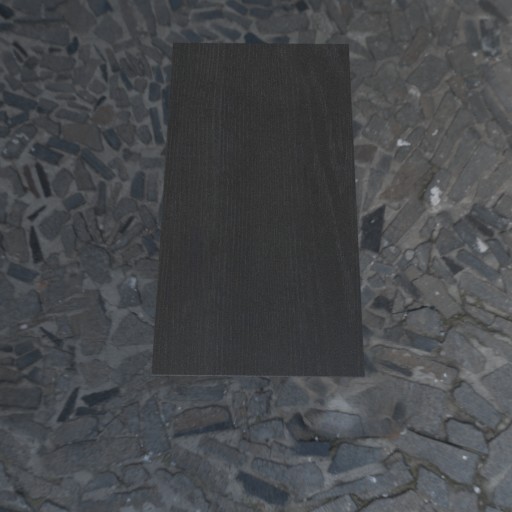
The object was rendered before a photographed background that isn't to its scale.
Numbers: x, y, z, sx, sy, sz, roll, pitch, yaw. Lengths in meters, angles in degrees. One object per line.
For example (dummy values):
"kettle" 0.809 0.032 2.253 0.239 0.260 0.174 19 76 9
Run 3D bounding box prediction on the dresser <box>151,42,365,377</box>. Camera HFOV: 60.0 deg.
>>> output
"dresser" 0.000 0.000 1.374 0.398 1.020 0.700 1 76 0
